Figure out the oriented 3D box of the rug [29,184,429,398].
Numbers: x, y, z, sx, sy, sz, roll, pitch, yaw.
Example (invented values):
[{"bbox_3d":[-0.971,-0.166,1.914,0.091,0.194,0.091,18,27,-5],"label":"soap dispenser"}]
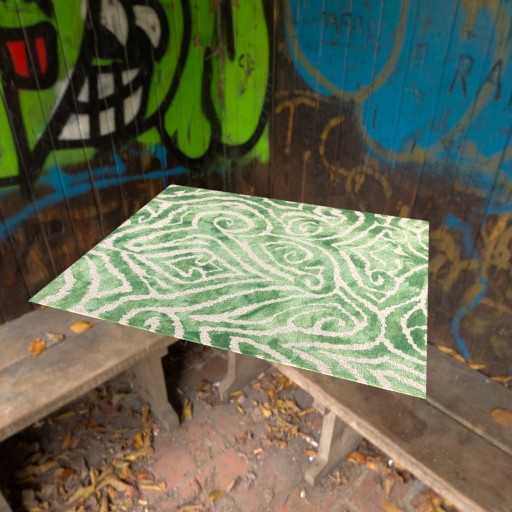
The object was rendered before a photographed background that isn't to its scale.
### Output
[{"bbox_3d":[0.000,0.000,4.134,3.045,0.007,2.436,10,34,16],"label":"rug"}]
